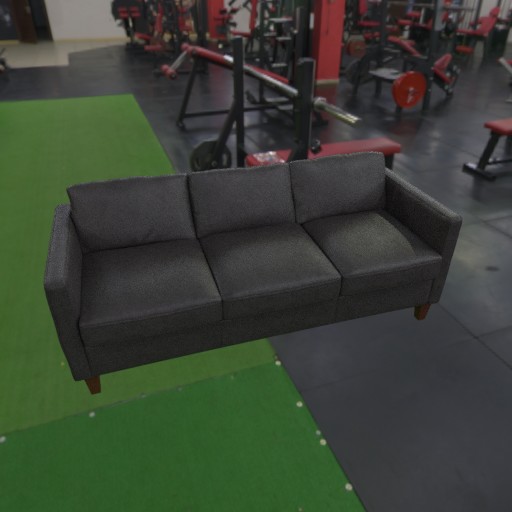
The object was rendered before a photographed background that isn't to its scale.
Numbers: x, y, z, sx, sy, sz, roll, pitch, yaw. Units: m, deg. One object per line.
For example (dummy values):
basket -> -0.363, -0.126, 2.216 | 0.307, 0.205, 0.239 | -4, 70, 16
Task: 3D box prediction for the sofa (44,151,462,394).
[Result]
sofa -> 0.000, 0.000, 2.976 | 2.464, 1.006, 1.045 | -9, 33, -15
